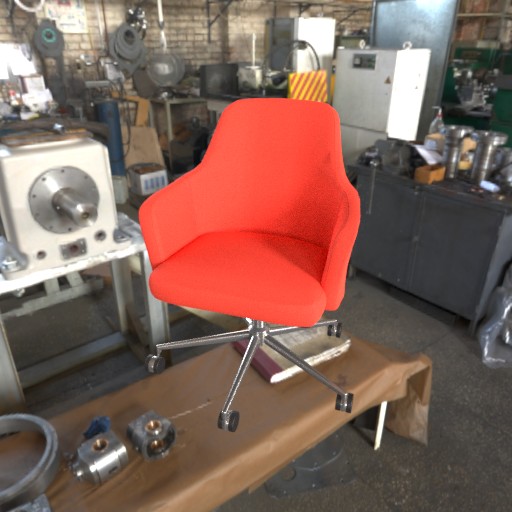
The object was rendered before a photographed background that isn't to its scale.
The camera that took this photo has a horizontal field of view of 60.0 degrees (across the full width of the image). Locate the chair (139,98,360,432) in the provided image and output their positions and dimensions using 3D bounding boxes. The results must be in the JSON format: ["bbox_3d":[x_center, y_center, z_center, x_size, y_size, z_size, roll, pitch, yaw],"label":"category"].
[{"bbox_3d":[0.000,0.000,1.297,0.655,0.820,0.600,8,27,17],"label":"chair"}]
